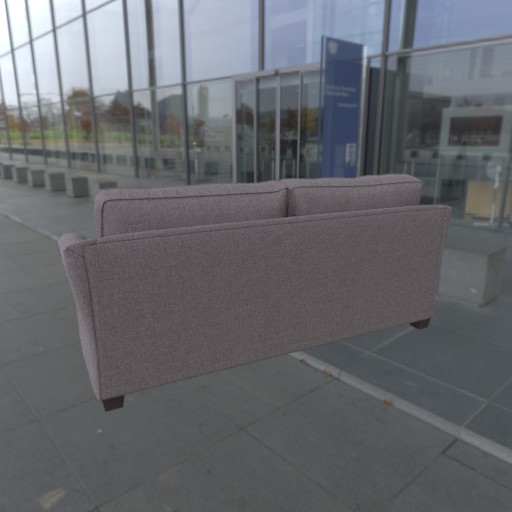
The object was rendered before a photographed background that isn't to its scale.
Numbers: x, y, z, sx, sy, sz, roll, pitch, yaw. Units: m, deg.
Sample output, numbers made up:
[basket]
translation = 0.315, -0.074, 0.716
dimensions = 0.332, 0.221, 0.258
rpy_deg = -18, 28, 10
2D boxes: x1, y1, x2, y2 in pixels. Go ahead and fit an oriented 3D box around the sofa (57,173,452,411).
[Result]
[sofa]
translation = 0.000, 0.000, 2.724
dimensions = 2.203, 0.976, 1.013
rpy_deg = -8, 17, -26
